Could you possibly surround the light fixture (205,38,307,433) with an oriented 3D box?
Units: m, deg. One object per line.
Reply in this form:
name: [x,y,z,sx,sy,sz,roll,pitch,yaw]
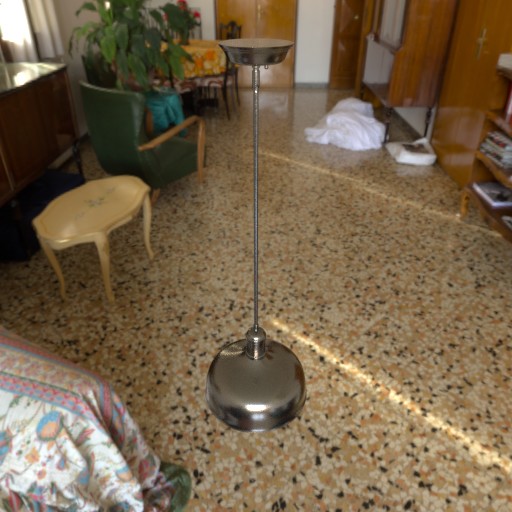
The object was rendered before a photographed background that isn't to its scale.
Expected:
light fixture: [0.000,0.000,1.072,0.299,0.935,0.299,-20,37,-29]
